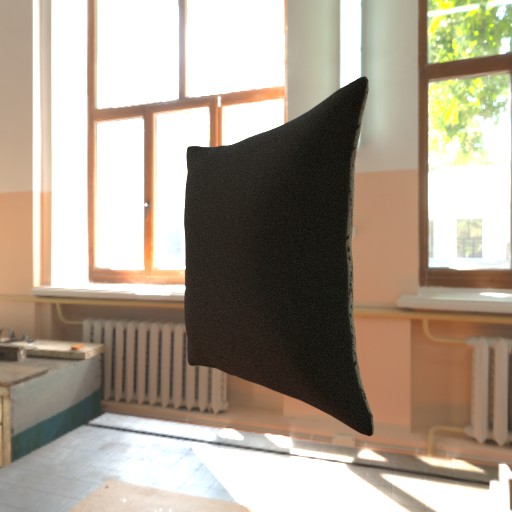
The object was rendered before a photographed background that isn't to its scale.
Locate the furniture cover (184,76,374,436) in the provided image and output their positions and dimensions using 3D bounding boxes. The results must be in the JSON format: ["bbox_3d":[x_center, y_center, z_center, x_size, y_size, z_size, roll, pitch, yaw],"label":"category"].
[{"bbox_3d":[0.000,0.000,0.806,0.180,0.498,0.525,0,0,-36],"label":"furniture cover"}]
